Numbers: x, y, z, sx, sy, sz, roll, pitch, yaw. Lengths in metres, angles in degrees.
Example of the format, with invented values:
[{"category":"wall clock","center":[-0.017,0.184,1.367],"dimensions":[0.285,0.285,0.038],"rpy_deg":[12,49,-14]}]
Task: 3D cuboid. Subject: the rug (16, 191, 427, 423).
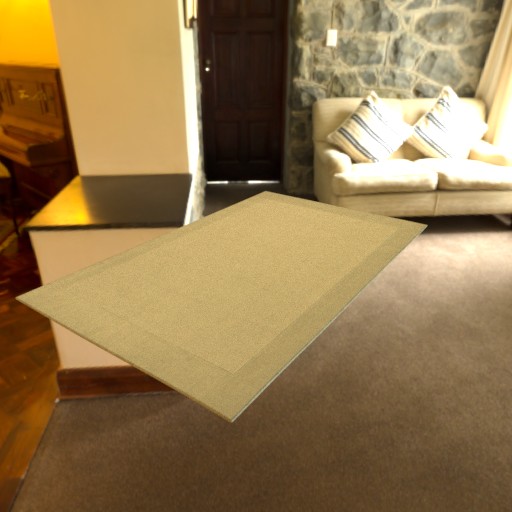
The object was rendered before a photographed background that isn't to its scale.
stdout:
[{"category":"rug","center":[0.000,0.000,2.934],"dimensions":[1.524,0.014,2.438],"rpy_deg":[17,30,32]}]
